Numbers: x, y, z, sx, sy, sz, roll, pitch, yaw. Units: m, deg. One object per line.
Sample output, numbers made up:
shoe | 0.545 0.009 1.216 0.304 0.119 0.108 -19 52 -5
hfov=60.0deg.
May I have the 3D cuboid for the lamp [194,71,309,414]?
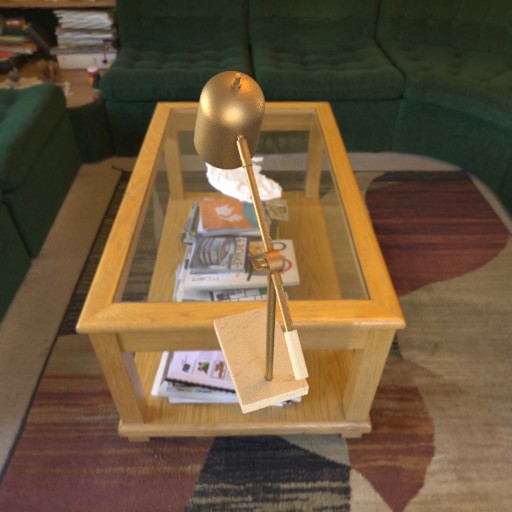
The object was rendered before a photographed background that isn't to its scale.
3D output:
lamp | 0.000 0.000 0.819 0.144 0.603 0.471 -13 43 -14
